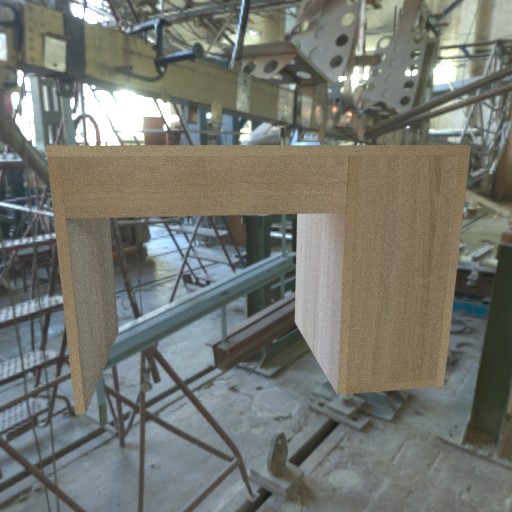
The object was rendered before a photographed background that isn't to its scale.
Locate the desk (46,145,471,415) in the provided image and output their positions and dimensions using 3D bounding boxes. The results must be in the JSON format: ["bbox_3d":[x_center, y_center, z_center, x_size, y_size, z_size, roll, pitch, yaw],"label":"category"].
[{"bbox_3d":[0.000,0.000,1.511,1.100,0.731,0.600,-2,14,-8],"label":"desk"}]
